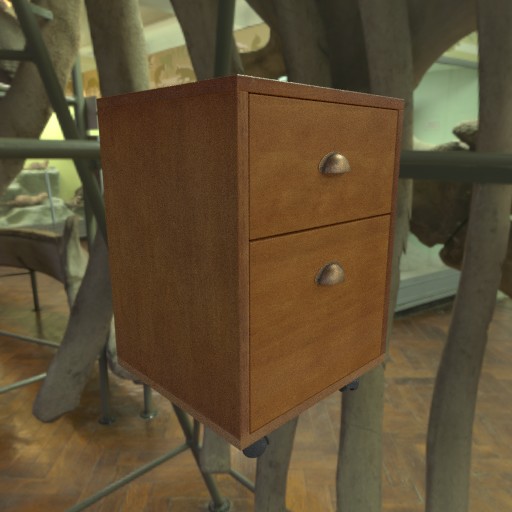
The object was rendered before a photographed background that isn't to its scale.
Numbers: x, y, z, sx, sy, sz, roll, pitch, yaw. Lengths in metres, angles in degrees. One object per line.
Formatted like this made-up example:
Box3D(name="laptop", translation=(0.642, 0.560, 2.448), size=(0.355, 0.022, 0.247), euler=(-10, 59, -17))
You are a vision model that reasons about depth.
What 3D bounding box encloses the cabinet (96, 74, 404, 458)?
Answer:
Box3D(name="cabinet", translation=(0.000, 0.000, 0.861), size=(0.409, 0.579, 0.401), euler=(-13, 19, -43))
